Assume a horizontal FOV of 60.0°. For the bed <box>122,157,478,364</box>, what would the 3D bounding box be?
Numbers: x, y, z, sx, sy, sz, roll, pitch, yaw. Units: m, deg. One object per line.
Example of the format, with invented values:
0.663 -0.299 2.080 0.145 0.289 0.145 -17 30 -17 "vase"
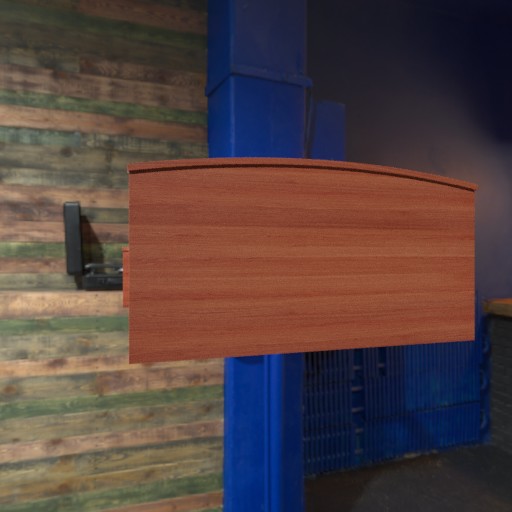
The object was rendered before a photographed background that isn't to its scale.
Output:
0.000 0.000 2.945 1.683 0.848 2.053 0 0 -17 "bed"
